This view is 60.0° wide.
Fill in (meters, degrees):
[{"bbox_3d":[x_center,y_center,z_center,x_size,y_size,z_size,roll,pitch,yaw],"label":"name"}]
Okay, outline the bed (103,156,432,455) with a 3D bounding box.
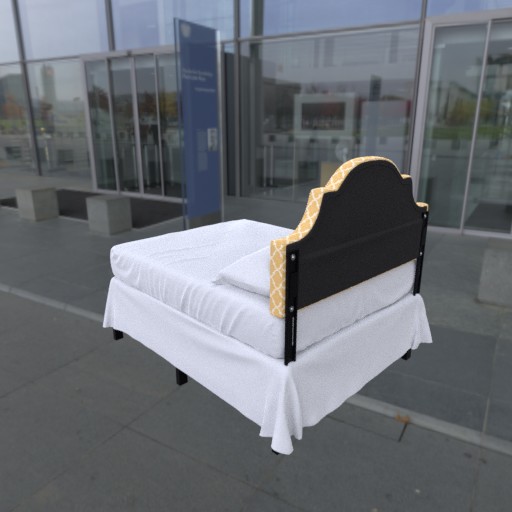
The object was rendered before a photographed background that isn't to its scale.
[{"bbox_3d":[0.000,0.000,3.487,1.780,1.633,2.222,-16,23,-42],"label":"bed"}]
